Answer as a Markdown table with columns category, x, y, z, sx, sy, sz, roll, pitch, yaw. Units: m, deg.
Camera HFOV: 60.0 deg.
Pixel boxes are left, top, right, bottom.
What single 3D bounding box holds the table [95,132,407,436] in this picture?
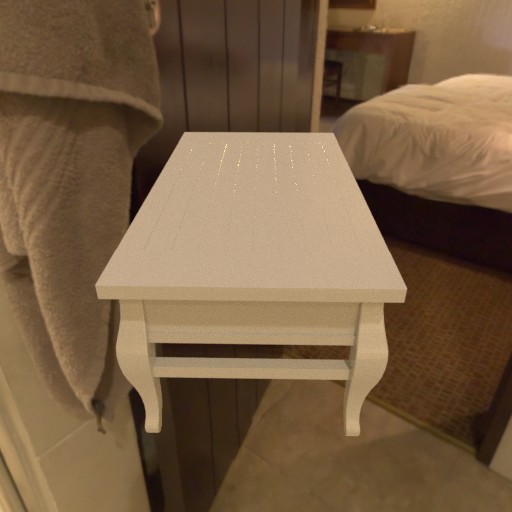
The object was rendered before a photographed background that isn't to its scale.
| category | x | y | z | sx | sy | sz | roll | pitch | yaw |
| --- | --- | --- | --- | --- | --- | --- | --- | --- | --- |
| table | 0.000 | 0.000 | 1.409 | 0.600 | 0.495 | 1.062 | 1 | 31 | 1 |
